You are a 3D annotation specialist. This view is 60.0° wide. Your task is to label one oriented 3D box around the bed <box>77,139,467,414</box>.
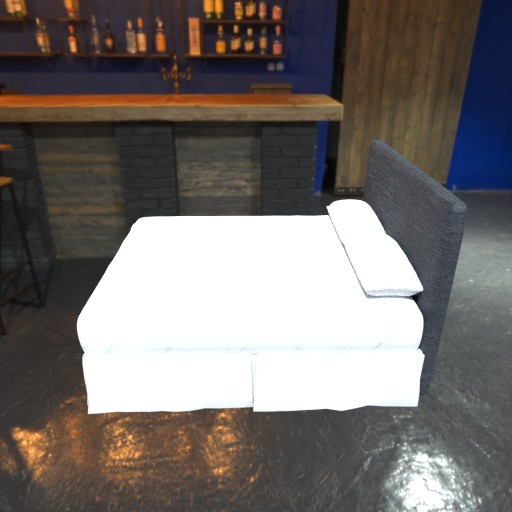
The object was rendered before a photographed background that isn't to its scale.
[{"bbox_3d":[0.000,0.000,3.184,2.142,1.330,1.723,0,26,-1],"label":"bed"}]
